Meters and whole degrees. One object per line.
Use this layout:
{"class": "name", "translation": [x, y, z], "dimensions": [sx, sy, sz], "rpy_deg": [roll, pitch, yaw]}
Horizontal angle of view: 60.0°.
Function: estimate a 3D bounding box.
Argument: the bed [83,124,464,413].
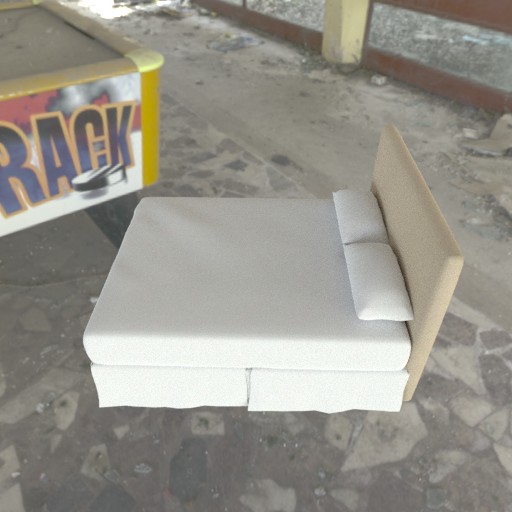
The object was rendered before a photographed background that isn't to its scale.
{"class": "bed", "translation": [0.000, 0.000, 3.213], "dimensions": [2.142, 1.330, 1.723], "rpy_deg": [1, 39, 1]}
